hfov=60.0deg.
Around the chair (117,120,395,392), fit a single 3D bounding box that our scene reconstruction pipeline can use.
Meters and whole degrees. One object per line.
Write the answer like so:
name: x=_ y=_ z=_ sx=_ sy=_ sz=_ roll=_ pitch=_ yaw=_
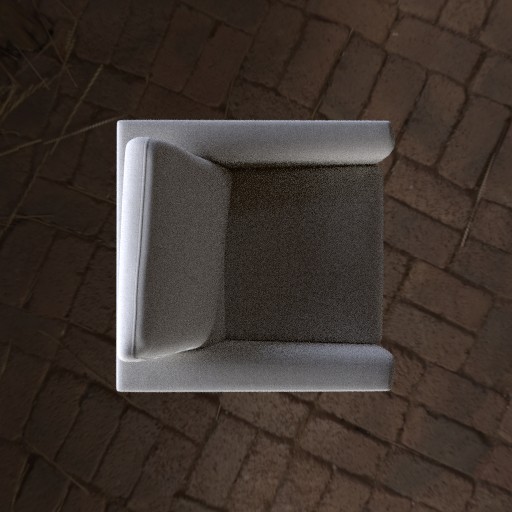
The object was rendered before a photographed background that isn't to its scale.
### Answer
chair: x=0.000 y=0.000 z=1.898 sx=1.100 sy=0.876 sz=1.070 roll=0 pitch=90 yaw=0
